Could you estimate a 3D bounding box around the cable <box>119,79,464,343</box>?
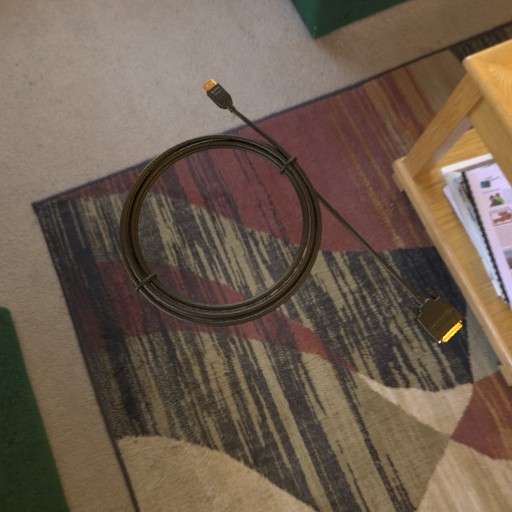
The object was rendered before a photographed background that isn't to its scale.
[{"bbox_3d":[0.000,0.000,0.509,0.257,0.030,0.422,-40,79,-9],"label":"cable"}]
